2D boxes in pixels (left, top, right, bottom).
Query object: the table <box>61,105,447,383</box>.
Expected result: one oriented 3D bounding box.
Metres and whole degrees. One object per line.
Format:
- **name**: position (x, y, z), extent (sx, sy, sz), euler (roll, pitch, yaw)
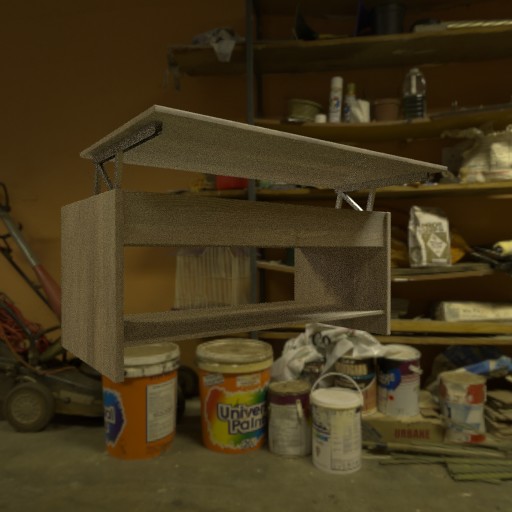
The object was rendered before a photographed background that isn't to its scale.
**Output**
- **table**: position (0.000, 0.000, 1.408), extent (1.000, 0.570, 0.712), euler (0, 0, -37)
